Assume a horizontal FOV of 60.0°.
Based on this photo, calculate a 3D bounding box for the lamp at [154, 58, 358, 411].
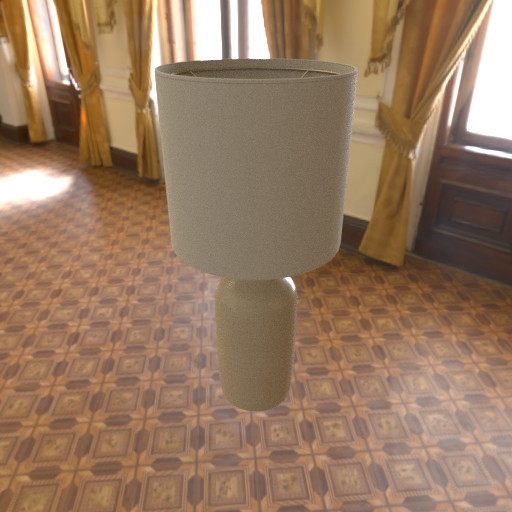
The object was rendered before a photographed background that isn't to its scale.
[{"bbox_3d":[0.000,0.000,0.602,0.220,0.475,0.220,-20,34,-32],"label":"lamp"}]
